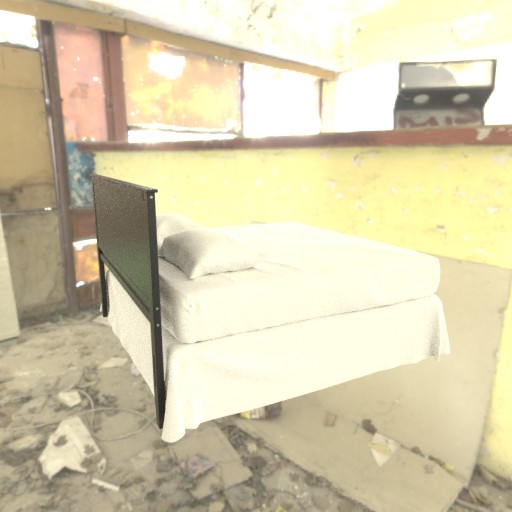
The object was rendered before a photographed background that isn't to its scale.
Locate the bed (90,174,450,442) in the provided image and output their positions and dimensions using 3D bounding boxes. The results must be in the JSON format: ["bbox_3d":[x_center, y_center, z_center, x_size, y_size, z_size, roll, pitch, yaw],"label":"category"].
[{"bbox_3d":[0.000,0.000,3.576,2.219,1.271,2.315,-6,14,-26],"label":"bed"}]
